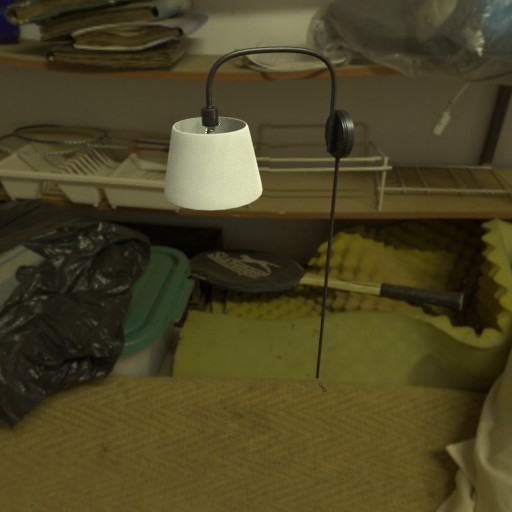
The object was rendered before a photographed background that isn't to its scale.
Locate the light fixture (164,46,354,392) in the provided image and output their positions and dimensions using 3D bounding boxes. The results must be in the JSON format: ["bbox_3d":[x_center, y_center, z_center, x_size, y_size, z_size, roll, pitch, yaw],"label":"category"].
[{"bbox_3d":[0.000,0.000,0.467,0.176,0.399,0.092,-9,31,-15],"label":"light fixture"}]
